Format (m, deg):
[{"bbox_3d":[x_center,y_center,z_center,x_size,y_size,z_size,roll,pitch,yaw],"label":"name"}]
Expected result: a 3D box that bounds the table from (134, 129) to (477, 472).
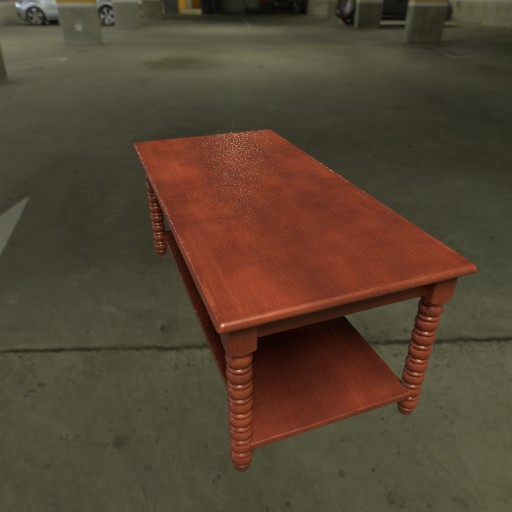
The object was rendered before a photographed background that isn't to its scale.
[{"bbox_3d":[0.000,0.000,1.446,0.580,0.485,1.171,-11,32,-18],"label":"table"}]
